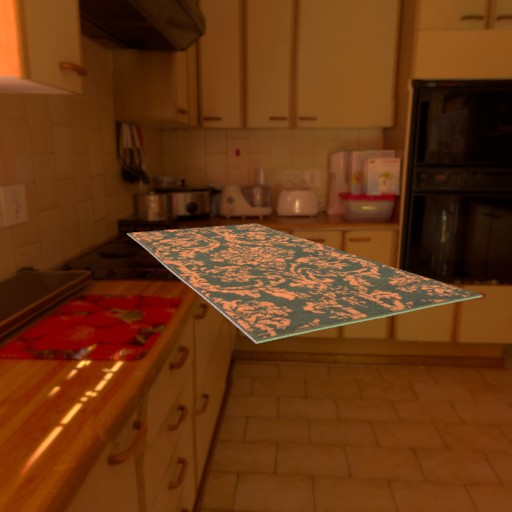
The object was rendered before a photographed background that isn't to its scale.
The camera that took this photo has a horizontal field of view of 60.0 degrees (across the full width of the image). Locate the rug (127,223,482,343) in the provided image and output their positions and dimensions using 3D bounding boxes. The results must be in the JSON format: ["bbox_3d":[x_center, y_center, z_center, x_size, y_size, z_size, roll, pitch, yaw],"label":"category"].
[{"bbox_3d":[0.000,0.000,1.458,0.604,0.007,1.219,-6,15,-26],"label":"rug"}]
